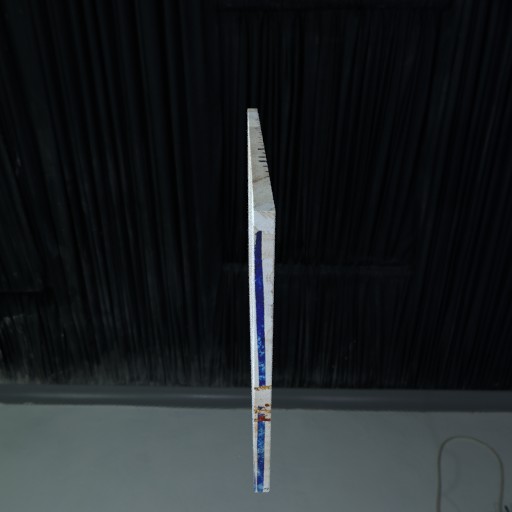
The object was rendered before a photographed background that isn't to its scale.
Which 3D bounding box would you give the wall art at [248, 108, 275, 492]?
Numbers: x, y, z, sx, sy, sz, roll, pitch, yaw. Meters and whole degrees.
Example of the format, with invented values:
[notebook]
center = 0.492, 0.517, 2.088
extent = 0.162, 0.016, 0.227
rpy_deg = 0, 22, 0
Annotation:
[wall art]
center = 0.000, 0.000, 1.171
extent = 0.030, 0.609, 0.919
rpy_deg = -1, 27, -1
